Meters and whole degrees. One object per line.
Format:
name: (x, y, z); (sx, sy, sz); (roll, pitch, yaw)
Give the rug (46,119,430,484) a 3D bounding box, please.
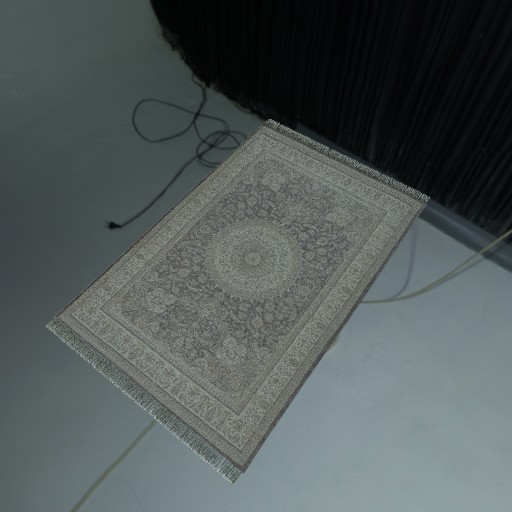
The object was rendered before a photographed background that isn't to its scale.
rug: (0.000, 0.000, 3.091); (1.528, 0.010, 2.440); (32, 62, 19)
